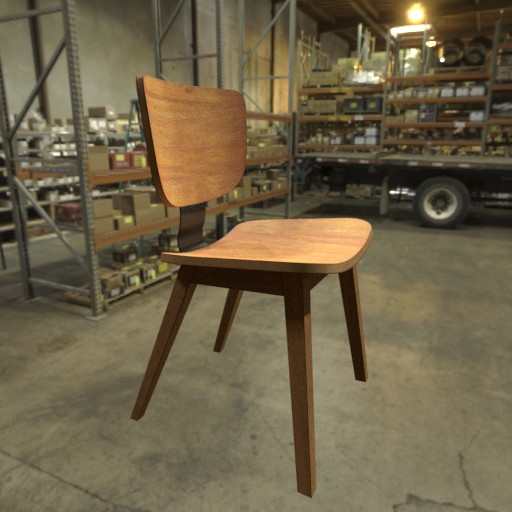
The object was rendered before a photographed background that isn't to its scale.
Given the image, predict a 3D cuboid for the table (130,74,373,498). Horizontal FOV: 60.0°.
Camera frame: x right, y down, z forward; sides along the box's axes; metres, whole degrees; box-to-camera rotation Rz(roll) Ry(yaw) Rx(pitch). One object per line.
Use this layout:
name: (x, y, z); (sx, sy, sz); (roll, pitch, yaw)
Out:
table: (0.000, 0.000, 1.084); (0.500, 0.805, 0.499); (7, 17, 25)
